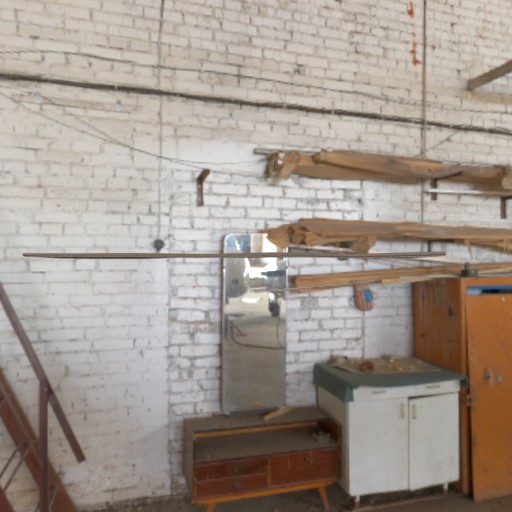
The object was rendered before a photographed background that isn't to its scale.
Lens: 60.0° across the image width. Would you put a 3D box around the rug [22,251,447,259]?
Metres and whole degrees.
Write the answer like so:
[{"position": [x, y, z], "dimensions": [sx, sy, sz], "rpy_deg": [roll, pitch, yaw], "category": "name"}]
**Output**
[{"position": [0.000, 0.000, 4.052], "dimensions": [3.011, 0.054, 2.399], "rpy_deg": [0, 0, 18], "category": "rug"}]
